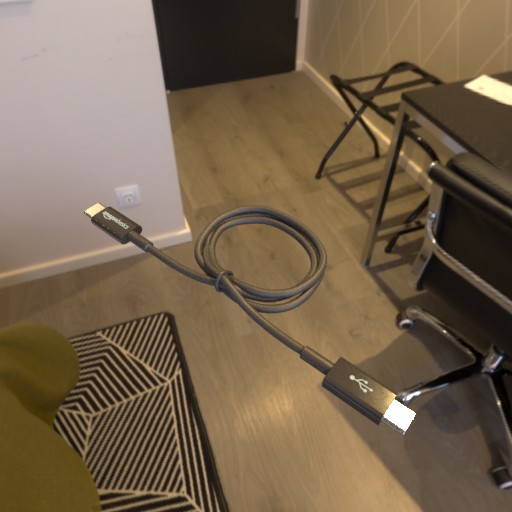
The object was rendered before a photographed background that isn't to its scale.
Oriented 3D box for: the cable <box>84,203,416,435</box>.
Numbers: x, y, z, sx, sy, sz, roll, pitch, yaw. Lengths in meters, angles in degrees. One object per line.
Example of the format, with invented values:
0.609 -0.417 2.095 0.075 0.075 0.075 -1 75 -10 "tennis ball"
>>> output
0.000 0.000 0.217 0.192 0.014 0.070 31 54 26 "cable"
